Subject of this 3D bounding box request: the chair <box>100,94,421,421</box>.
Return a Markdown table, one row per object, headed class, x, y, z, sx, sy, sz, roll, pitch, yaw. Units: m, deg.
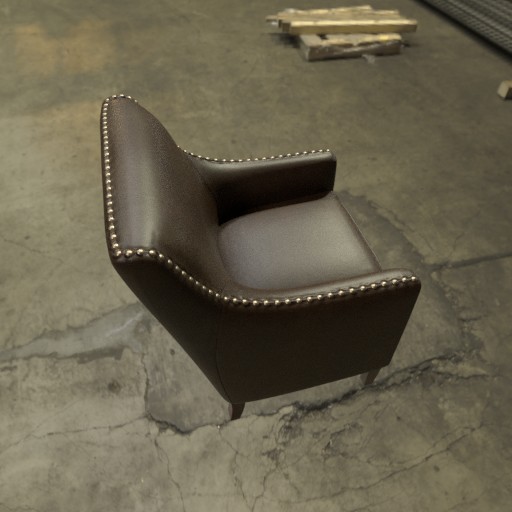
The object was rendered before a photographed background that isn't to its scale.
| class | x | y | z | sx | sy | sz | roll | pitch | yaw |
| --- | --- | --- | --- | --- | --- | --- | --- | --- | --- |
| chair | 0.000 | 0.000 | 1.310 | 0.704 | 0.813 | 0.639 | -11 | 48 | -10 |
